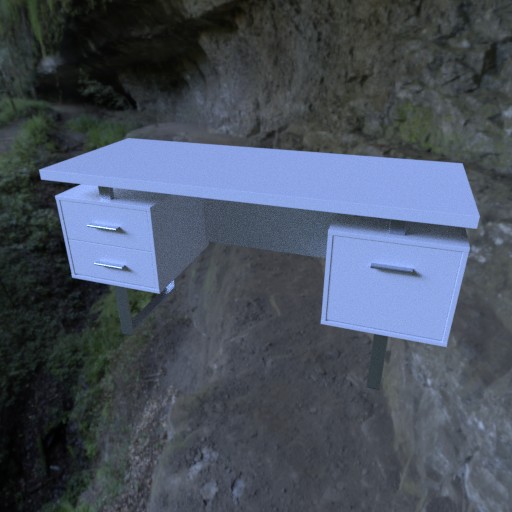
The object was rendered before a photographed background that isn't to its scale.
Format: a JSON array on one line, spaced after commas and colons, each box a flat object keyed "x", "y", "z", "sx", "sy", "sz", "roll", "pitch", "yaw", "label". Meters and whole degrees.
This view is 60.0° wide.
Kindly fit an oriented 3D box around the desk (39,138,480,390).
[{"x": 0.000, "y": 0.000, "z": 1.886, "sx": 1.530, "sy": 0.773, "sz": 0.603, "roll": 8, "pitch": 28, "yaw": 16, "label": "desk"}]
